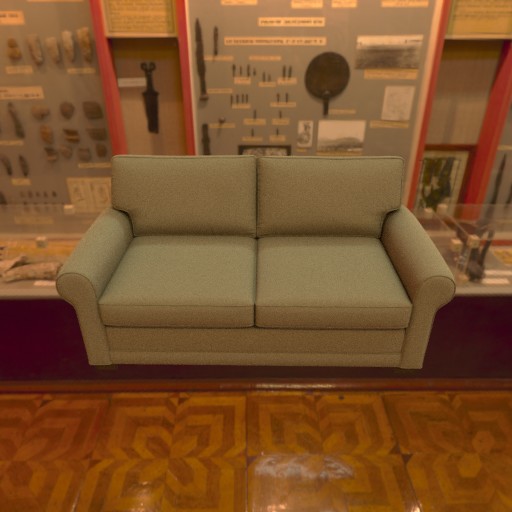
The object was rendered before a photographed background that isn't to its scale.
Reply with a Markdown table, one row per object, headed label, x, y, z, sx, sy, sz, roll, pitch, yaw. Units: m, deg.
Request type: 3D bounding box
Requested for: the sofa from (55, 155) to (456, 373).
| label | x | y | z | sx | sy | sz | roll | pitch | yaw |
| --- | --- | --- | --- | --- | --- | --- | --- | --- | --- |
| sofa | 0.000 | 0.000 | 2.481 | 1.930 | 0.952 | 0.940 | 0 | 30 | 1 |
